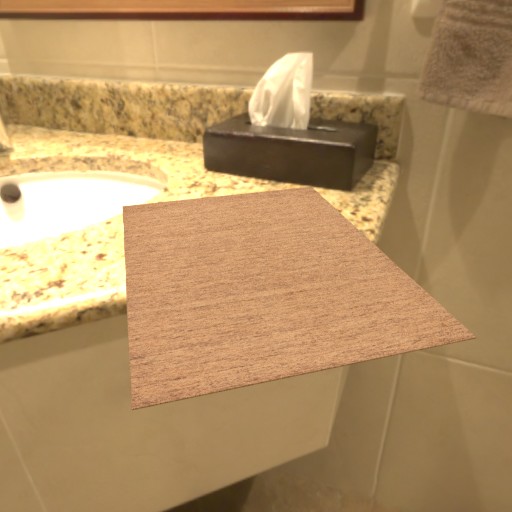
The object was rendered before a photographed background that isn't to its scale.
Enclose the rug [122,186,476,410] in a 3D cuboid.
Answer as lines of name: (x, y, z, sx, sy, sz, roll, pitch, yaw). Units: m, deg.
rug: (0.000, 0.000, 4.286, 2.448, 0.013, 3.205, -8, 30, -14)
